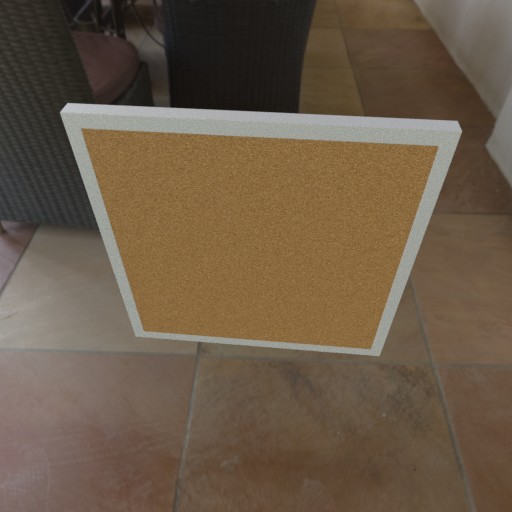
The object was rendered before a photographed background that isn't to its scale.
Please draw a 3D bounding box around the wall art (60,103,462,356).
[{"bbox_3d":[0.000,0.000,1.121,0.762,0.762,0.038,4,46,4],"label":"wall art"}]
